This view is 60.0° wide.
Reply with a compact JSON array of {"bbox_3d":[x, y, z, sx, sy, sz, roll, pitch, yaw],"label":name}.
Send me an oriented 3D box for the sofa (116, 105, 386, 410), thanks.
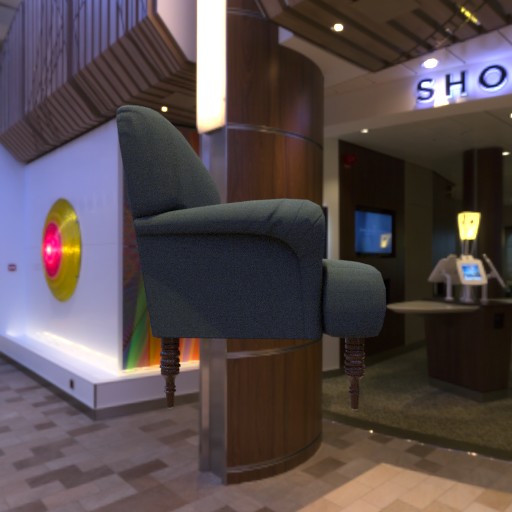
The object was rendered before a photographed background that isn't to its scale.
[{"bbox_3d":[0.000,0.000,1.832,0.779,0.889,1.297,0,0,2],"label":"sofa"}]
